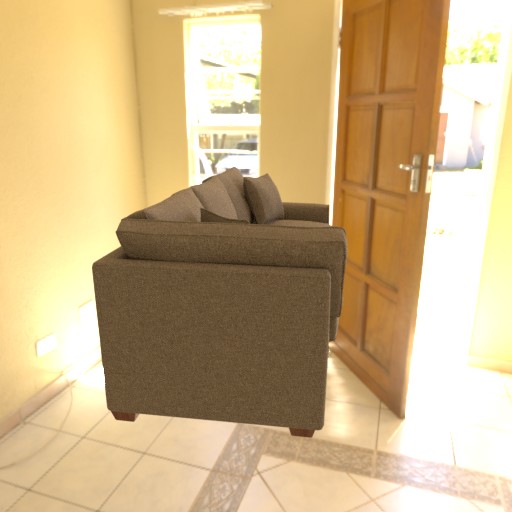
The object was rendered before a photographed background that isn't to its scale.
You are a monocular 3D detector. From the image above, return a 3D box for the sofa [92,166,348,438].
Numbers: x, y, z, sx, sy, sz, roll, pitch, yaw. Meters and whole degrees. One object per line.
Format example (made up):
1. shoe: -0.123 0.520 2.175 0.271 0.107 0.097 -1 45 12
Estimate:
1. sofa: 0.000 0.000 2.916 1.061 0.962 2.317 3 17 8
